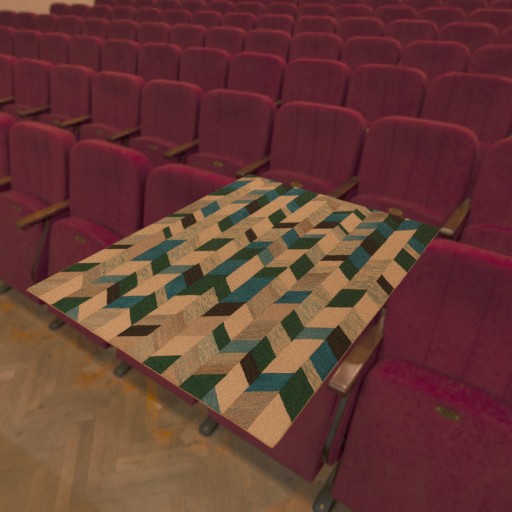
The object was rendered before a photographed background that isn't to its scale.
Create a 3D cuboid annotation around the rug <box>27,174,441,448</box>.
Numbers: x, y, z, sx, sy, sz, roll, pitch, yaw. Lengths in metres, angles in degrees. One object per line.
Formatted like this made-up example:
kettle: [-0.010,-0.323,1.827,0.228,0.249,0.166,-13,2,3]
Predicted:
rug: [0.000,0.000,4.048,2.440,0.008,3.036,22,39,30]
